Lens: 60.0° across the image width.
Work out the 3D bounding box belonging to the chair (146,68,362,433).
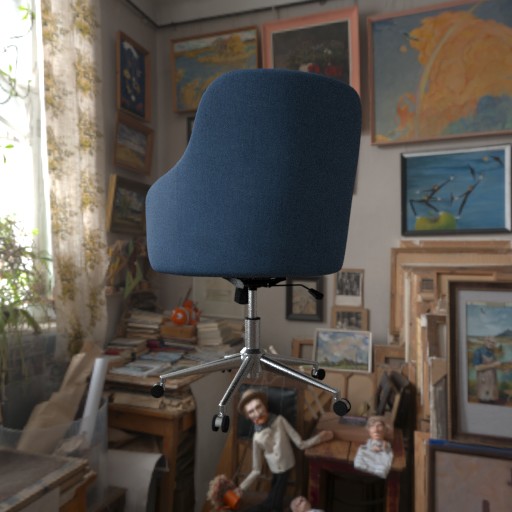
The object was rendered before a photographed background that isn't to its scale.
[{"bbox_3d":[0.000,0.000,1.279,0.599,0.820,0.655,0,0,-20],"label":"chair"}]
